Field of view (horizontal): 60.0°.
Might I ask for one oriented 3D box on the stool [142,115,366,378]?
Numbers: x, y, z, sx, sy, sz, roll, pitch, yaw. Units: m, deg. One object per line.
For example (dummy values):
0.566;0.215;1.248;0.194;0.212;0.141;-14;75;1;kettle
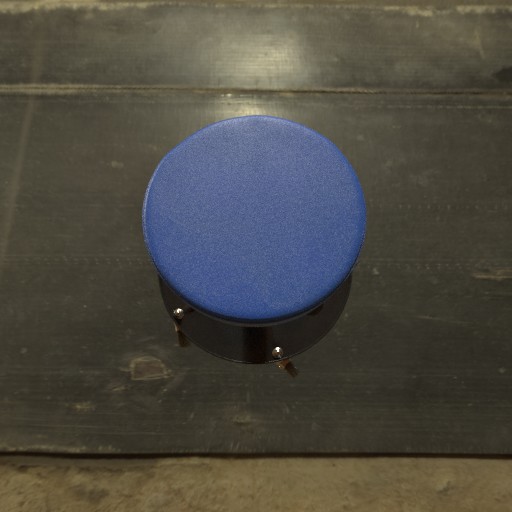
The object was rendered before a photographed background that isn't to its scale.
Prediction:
0.000;0.000;0.705;0.381;0.365;0.382;-37;78;-9;stool
